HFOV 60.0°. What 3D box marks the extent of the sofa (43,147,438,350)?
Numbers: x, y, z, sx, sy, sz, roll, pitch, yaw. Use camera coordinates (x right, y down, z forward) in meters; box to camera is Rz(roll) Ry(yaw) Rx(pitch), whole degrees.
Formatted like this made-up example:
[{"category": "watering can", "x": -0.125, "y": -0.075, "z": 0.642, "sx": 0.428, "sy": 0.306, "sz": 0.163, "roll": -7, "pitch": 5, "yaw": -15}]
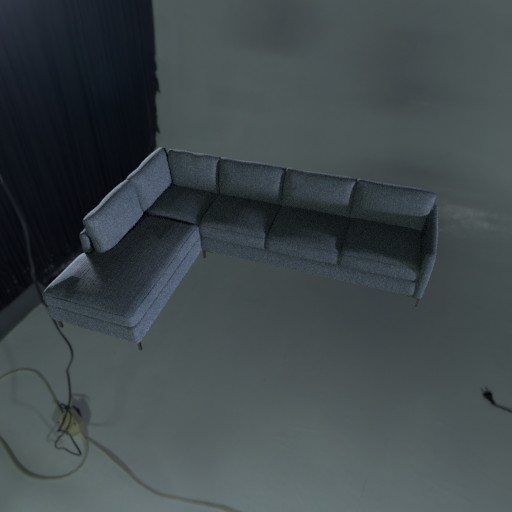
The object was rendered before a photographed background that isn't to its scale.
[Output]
[{"category": "sofa", "x": 0.000, "y": 0.000, "z": 3.858, "sx": 2.949, "sy": 0.815, "sz": 2.007, "roll": 12, "pitch": 42, "yaw": 14}]
